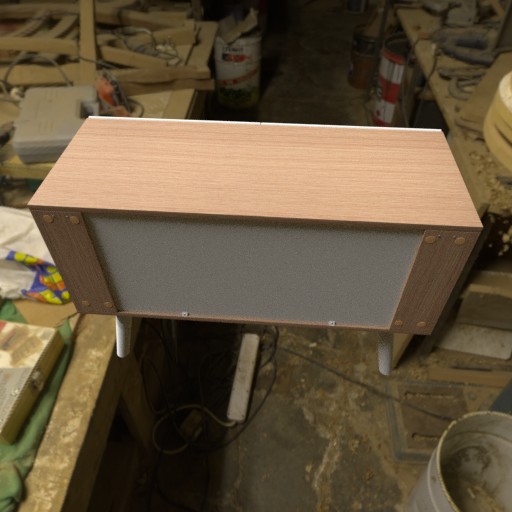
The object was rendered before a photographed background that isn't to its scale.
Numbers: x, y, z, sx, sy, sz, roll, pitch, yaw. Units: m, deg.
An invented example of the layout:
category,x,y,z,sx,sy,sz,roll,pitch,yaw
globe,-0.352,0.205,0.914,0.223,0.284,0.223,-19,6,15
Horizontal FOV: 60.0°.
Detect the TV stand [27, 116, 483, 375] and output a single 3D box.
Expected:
category,x,y,z,sx,sy,sz,roll,pitch,yaw
TV stand,0.000,0.000,1.336,0.991,0.660,0.407,3,46,3
